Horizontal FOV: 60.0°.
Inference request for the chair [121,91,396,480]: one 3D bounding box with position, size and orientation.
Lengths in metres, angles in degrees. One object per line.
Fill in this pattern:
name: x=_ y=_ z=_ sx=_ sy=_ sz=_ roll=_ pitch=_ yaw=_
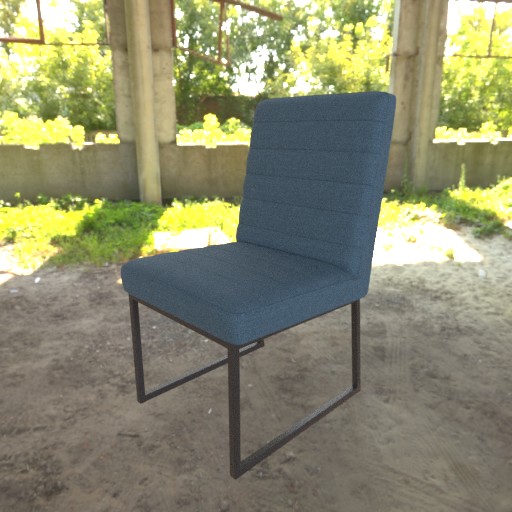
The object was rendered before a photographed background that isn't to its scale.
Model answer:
chair: x=0.000 y=0.000 z=1.319 sx=0.634 sy=0.930 sz=0.520 roll=-15 pitch=21 yaw=-43
